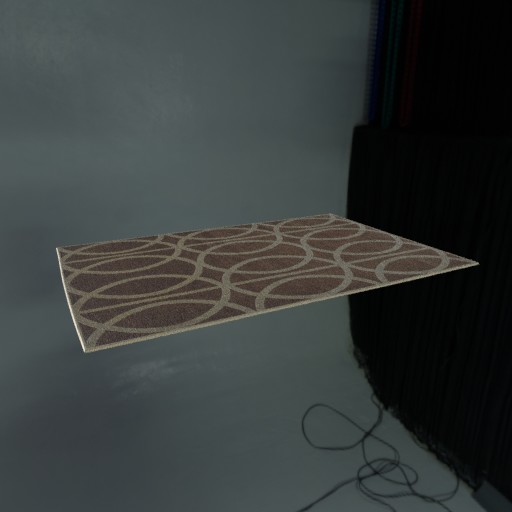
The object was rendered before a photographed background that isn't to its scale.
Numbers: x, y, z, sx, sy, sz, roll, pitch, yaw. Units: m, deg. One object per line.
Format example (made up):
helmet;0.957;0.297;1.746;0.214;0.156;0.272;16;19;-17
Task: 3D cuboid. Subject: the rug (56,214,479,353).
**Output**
rug;0.000;0.000;2.847;2.290;0.014;1.526;-9;20;-26
